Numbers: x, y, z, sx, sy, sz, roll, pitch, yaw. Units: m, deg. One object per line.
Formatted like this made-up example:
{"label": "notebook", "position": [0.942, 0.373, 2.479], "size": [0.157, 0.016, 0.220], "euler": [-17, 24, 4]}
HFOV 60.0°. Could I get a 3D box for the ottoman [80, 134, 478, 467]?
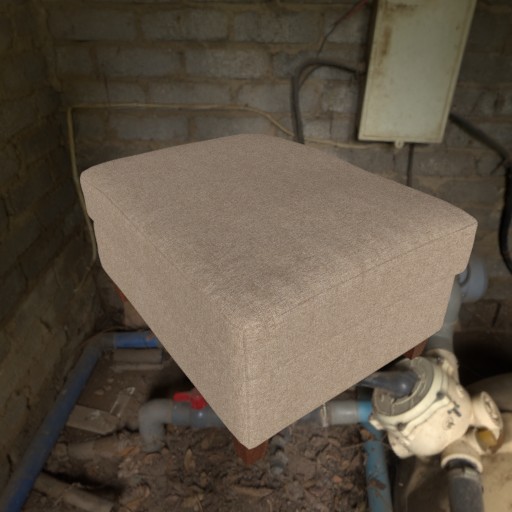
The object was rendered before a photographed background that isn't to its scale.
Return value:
{"label": "ottoman", "position": [0.000, 0.000, 1.268], "size": [0.692, 0.511, 0.889], "euler": [-20, 36, -30]}
